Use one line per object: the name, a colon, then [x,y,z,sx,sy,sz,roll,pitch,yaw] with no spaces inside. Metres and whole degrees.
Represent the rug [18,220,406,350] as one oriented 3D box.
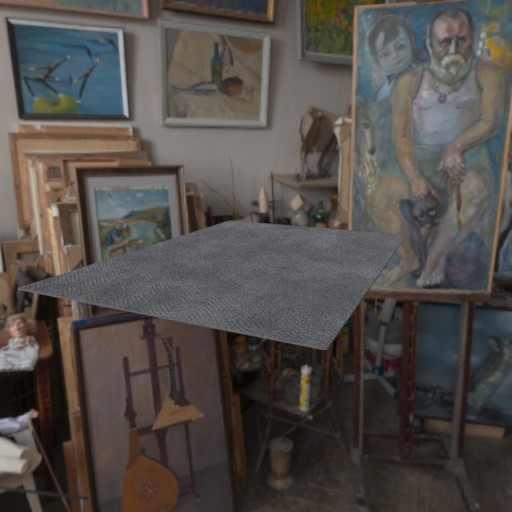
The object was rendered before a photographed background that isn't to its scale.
rug: [0.000,0.000,2.875,1.600,0.008,2.235,7,16,24]
